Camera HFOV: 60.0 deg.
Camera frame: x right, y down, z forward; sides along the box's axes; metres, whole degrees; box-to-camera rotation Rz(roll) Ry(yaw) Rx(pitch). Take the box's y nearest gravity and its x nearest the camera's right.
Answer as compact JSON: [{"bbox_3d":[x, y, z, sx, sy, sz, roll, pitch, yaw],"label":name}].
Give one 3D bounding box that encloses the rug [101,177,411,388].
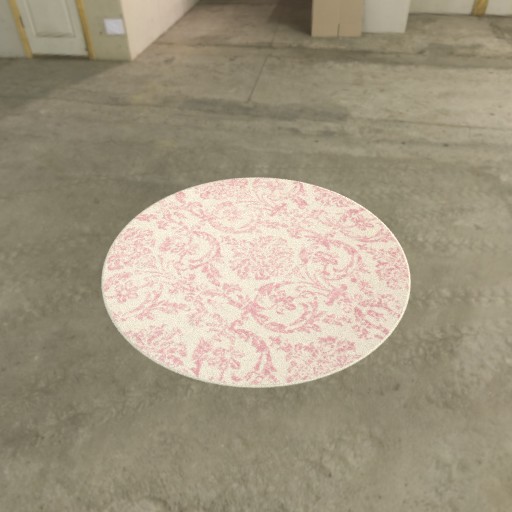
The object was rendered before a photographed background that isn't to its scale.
[{"bbox_3d":[0.000,0.000,2.360,1.593,0.012,1.593,0,41,0],"label":"rug"}]
